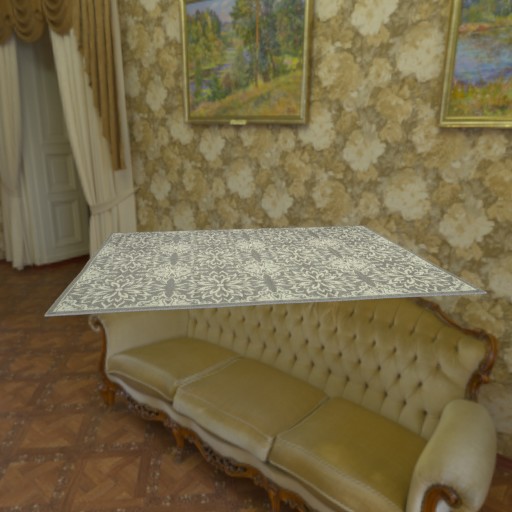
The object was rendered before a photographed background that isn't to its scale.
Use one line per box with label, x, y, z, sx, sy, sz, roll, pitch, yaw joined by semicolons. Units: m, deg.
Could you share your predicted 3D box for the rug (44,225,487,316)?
rug;0.000;0.000;4.068;2.980;0.012;2.363;-2;16;-8
